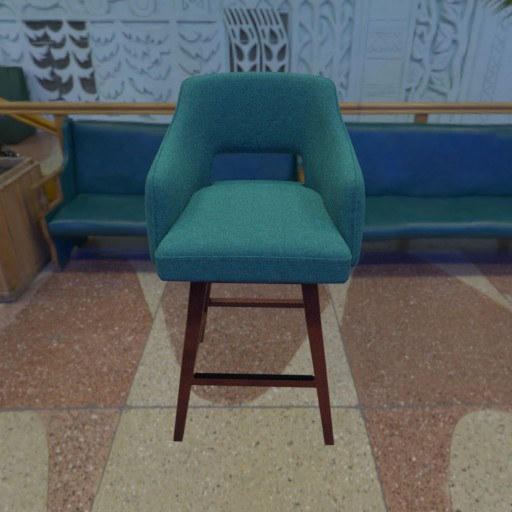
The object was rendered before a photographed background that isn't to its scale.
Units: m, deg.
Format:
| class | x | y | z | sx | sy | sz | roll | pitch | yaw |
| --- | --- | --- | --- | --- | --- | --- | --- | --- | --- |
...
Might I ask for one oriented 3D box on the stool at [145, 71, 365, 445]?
| class | x | y | z | sx | sy | sz | roll | pitch | yaw |
| --- | --- | --- | --- | --- | --- | --- | --- | --- | --- |
| stool | 0.000 | 0.000 | 1.312 | 0.548 | 0.961 | 0.556 | 1 | 28 | 1 |
